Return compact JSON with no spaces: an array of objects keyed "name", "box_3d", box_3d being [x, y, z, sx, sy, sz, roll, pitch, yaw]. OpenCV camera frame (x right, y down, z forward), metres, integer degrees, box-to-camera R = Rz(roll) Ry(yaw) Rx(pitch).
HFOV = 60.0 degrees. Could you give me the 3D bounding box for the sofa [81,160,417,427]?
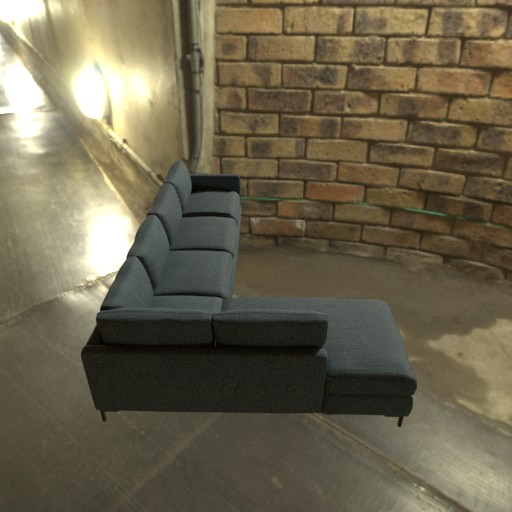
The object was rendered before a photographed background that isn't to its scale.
[{"name":"sofa","box_3d":[0.000,0.000,3.889,2.007,0.815,2.949,0,31,1]}]
